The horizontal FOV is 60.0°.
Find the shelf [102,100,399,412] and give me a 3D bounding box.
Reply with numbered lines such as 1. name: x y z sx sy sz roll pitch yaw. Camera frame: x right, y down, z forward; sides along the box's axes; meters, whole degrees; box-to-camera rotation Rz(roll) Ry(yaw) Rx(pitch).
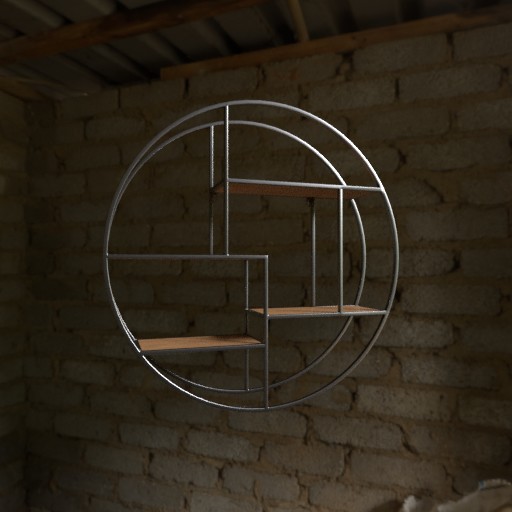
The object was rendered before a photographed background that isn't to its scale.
1. shelf: 0.000 0.000 1.360 0.888 0.888 0.202 0 -1 -18
